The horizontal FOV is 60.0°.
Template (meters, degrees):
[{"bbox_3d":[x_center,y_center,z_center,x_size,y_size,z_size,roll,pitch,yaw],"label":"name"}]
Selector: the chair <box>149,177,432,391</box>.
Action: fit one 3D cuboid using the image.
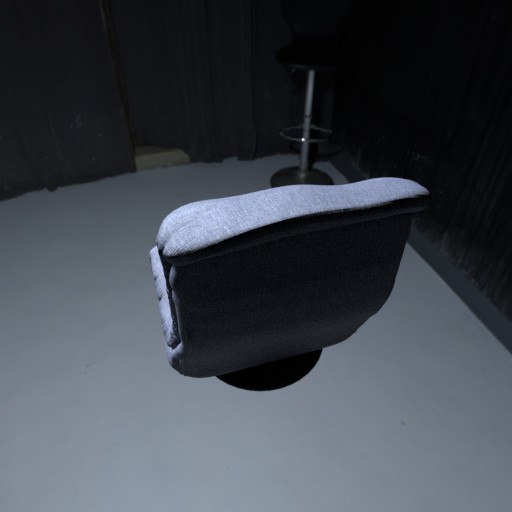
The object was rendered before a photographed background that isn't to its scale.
[{"bbox_3d":[0.000,0.000,1.262,0.597,0.749,0.668,-12,43,-13],"label":"chair"}]
